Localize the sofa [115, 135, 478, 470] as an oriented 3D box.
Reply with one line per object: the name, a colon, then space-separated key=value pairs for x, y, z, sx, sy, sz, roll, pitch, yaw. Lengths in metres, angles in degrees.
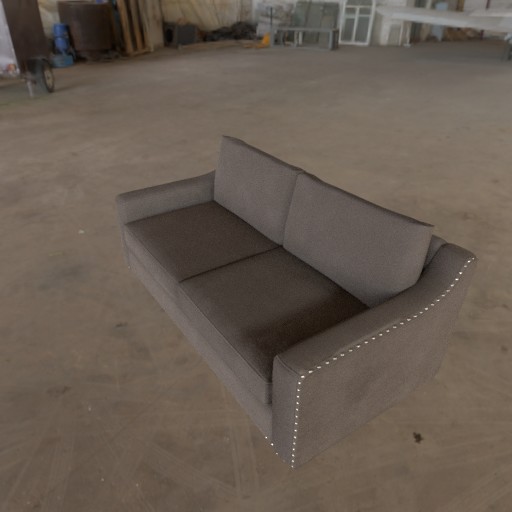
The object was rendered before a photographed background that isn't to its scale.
sofa: x=0.000 y=0.000 z=3.288 sx=1.336 sy=1.196 sz=2.550 roll=-19 pitch=35 yaw=-29
